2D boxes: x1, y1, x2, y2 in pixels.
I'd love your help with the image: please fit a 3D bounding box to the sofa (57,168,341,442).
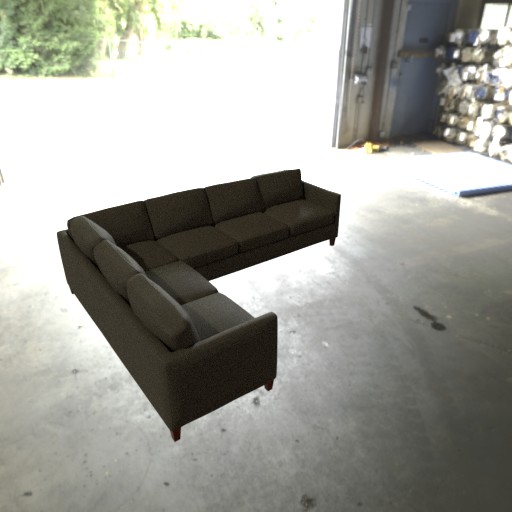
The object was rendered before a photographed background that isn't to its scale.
[{"bbox_3d":[0.000,0.000,4.630,3.302,0.947,2.593,-18,32,-32],"label":"sofa"}]
